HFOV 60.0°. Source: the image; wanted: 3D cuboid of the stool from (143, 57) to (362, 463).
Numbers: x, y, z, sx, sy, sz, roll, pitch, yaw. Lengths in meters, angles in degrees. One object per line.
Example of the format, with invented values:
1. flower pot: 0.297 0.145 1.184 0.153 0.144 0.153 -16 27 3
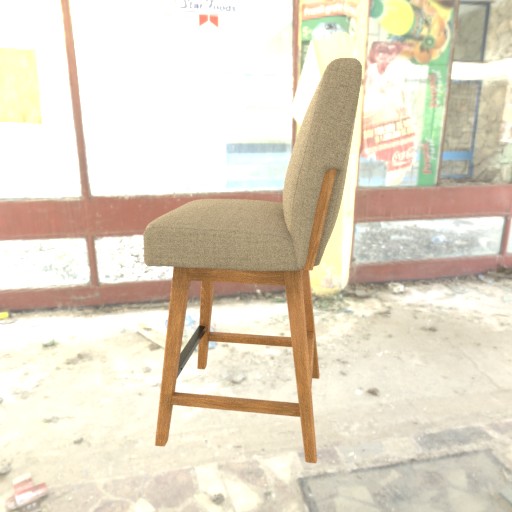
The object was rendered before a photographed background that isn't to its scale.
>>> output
1. stool: 0.000 0.000 1.297 0.526 1.010 0.459 2 16 9
